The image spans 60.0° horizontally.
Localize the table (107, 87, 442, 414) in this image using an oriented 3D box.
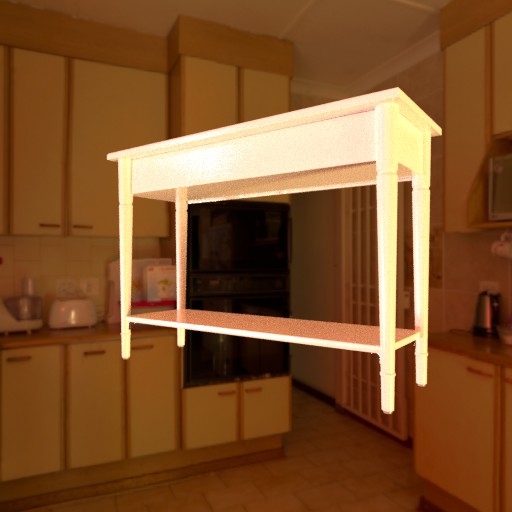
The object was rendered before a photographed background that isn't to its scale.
[{"bbox_3d":[0.000,0.000,1.454,1.067,0.749,0.381,0,-1,36],"label":"table"}]
